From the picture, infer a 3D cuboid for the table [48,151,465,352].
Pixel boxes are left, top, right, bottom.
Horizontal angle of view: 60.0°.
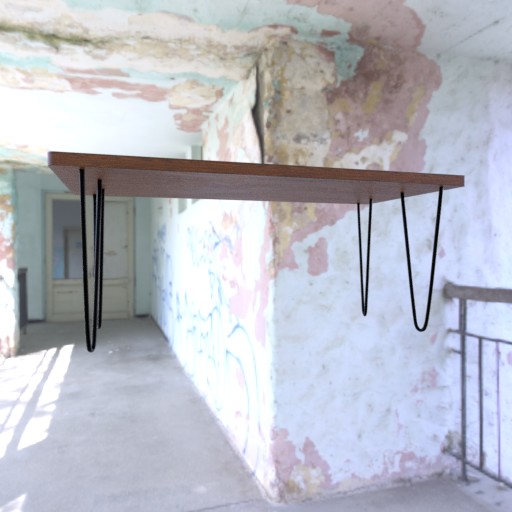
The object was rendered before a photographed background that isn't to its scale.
[{"bbox_3d":[0.000,0.000,2.231,1.791,0.753,0.883,0,1,-17],"label":"table"}]
